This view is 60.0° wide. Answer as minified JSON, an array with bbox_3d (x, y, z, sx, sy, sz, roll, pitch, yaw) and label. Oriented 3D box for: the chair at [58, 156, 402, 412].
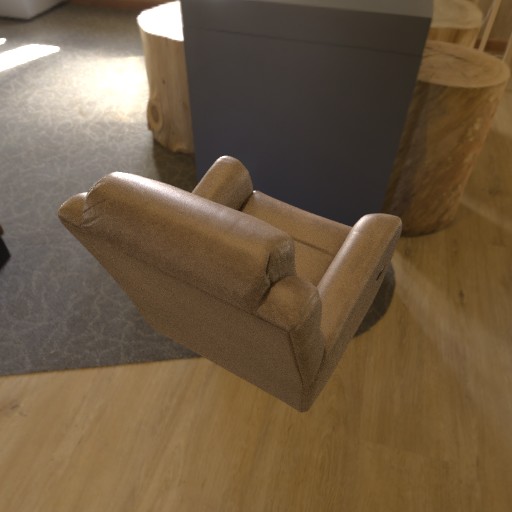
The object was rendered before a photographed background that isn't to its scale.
[{"bbox_3d":[0.000,0.000,1.879,0.965,1.116,1.068,24,51,21],"label":"chair"}]
